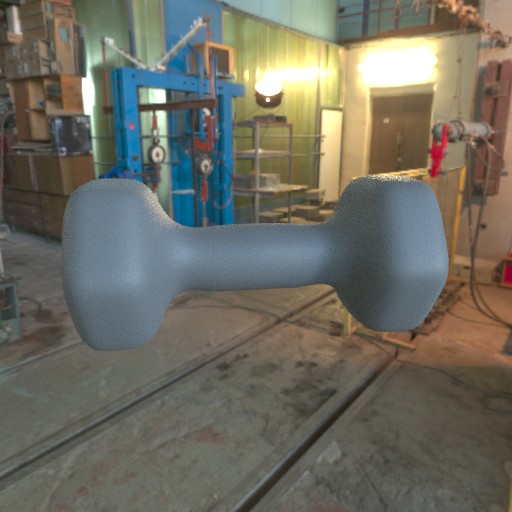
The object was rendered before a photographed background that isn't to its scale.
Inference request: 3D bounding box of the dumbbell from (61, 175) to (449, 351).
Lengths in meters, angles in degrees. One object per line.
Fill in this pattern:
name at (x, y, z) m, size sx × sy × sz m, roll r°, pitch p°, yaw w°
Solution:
dumbbell at (0.000, 0.000, 0.233) m, size 0.184 × 0.081 × 0.090 m, roll -2°, pitch 15°, yaw -8°
